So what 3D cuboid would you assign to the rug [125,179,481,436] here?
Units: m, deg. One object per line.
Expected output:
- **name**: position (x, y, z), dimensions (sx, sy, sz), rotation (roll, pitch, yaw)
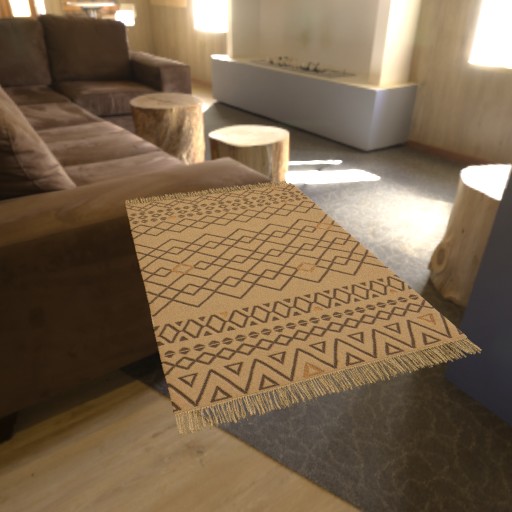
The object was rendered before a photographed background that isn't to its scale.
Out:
- **rug**: position (0.000, 0.000, 2.411), dimensions (1.224, 0.028, 2.023), rotation (-10, 32, -16)
